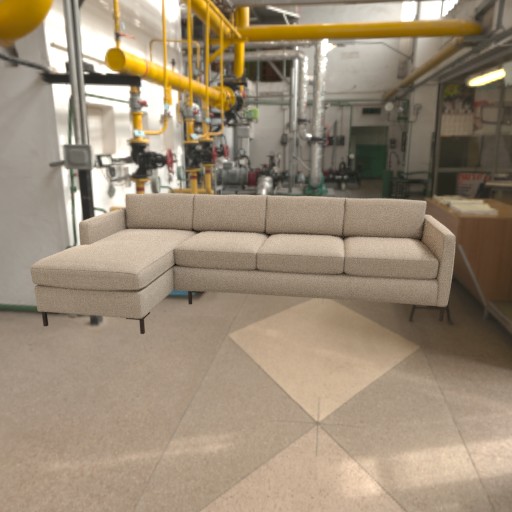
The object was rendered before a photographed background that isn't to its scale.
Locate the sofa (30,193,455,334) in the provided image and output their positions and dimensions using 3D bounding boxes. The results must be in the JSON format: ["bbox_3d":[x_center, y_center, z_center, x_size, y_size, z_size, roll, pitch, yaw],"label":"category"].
[{"bbox_3d":[0.000,0.000,3.483,2.923,0.816,1.469,3,15,10],"label":"sofa"}]
